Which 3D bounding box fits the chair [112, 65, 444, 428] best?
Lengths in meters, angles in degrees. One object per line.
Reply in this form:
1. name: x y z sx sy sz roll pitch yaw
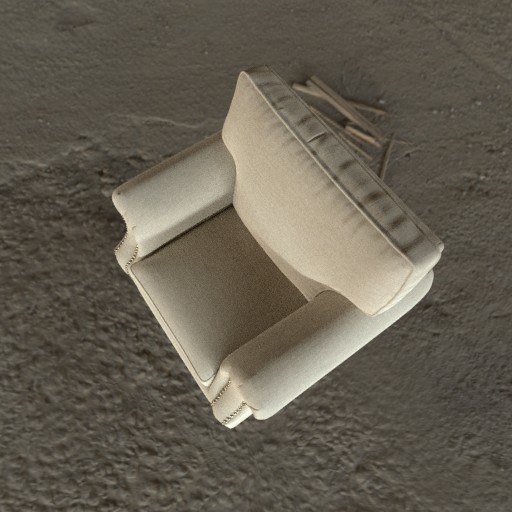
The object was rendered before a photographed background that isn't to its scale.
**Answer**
1. chair: 0.000 0.000 1.828 0.965 0.961 1.092 -33 69 -14
